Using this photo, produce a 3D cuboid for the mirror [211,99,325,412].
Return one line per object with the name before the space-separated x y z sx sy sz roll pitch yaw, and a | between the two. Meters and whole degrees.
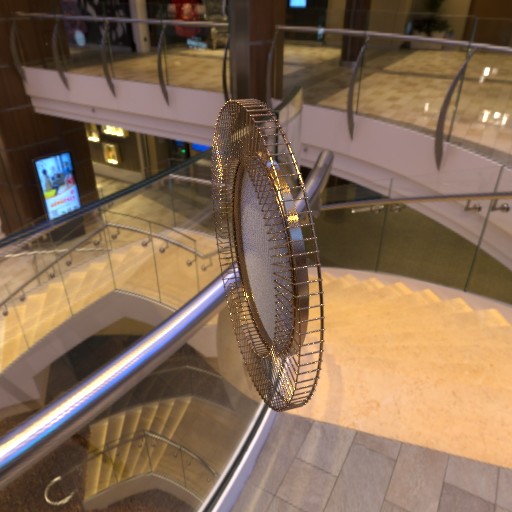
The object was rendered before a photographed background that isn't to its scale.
mirror | 0.000 0.000 1.051 0.067 0.703 0.703 -9 33 -14
